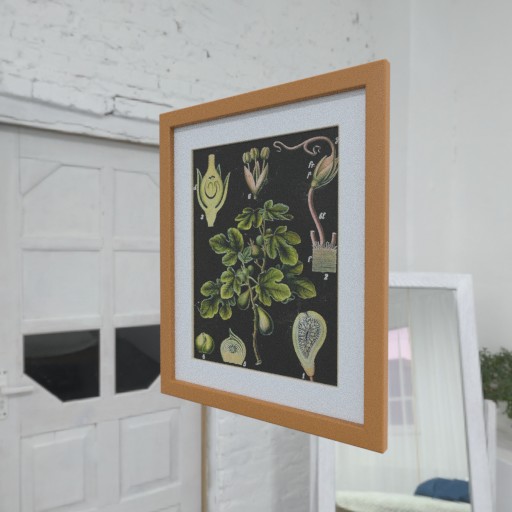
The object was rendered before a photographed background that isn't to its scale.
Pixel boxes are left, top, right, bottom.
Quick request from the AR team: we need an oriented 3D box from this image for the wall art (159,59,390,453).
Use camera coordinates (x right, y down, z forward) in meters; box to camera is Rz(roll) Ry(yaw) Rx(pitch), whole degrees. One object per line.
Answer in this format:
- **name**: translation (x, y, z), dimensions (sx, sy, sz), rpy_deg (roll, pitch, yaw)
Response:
- **wall art**: translation (0.000, 0.000, 0.757), dimensions (0.452, 0.553, 0.022), rpy_deg (1, 2, 35)
